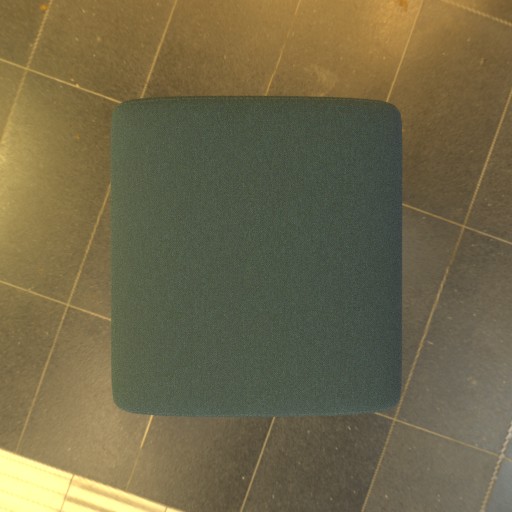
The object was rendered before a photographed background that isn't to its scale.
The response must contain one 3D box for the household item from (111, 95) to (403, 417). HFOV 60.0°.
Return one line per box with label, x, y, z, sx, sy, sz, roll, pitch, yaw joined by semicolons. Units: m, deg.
household item;0.000;0.000;0.884;0.530;0.420;0.530;0;90;-1
